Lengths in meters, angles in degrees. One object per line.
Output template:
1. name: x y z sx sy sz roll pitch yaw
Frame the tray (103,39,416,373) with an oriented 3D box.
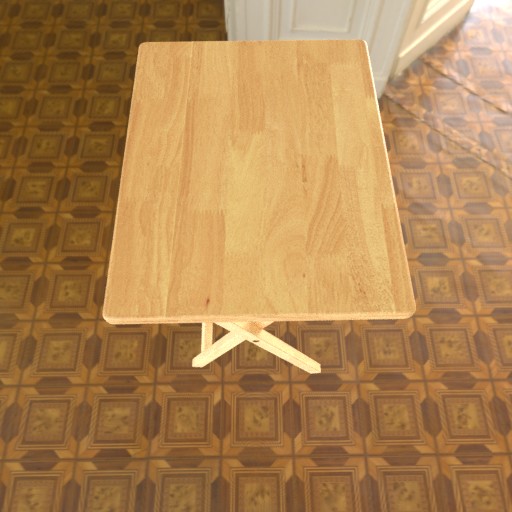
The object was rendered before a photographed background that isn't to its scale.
1. tray: 0.000 0.000 0.932 0.381 0.660 0.483 -1 64 0
